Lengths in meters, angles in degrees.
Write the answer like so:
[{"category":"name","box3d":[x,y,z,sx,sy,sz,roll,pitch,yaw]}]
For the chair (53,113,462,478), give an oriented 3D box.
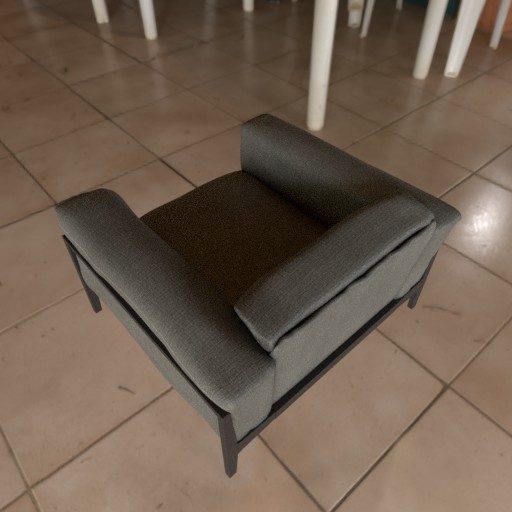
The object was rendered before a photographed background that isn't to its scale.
[{"category":"chair","box3d":[0.000,0.000,1.656,1.056,0.646,0.969,-33,54,-28]}]
